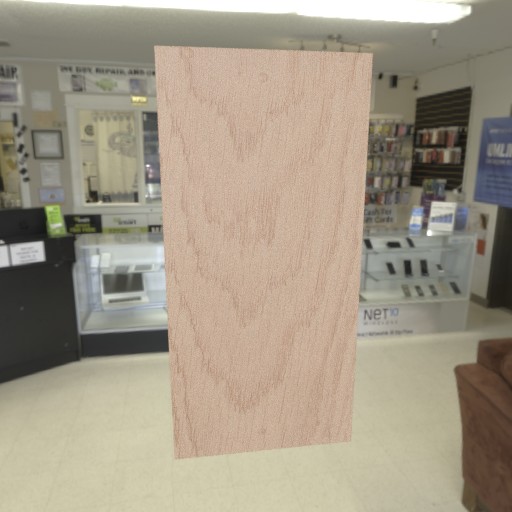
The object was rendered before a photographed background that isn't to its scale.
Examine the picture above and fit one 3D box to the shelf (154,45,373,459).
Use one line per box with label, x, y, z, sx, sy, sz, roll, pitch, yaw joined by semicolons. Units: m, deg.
shelf;0.000;0.000;0.742;0.290;0.600;0.200;-2;14;-9
